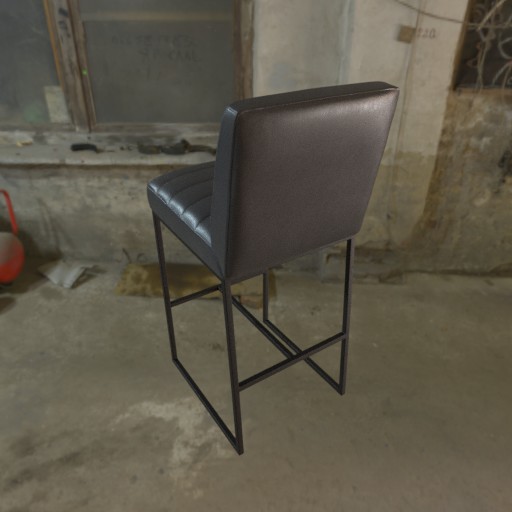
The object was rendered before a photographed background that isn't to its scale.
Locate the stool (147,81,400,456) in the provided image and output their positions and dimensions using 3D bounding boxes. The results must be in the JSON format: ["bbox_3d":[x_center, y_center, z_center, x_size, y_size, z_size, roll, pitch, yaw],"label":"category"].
[{"bbox_3d":[0.000,0.000,1.357,0.457,1.040,0.552,-19,36,-29],"label":"stool"}]
